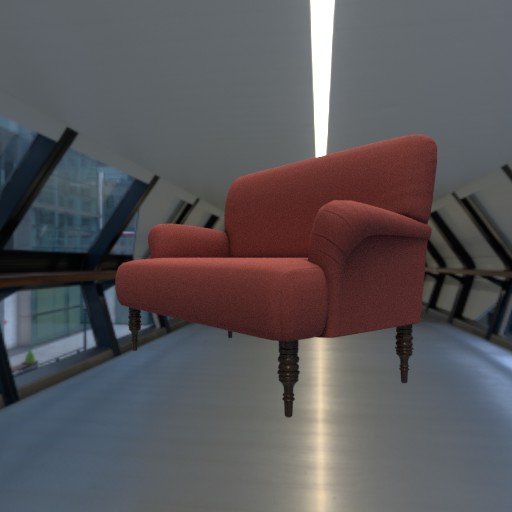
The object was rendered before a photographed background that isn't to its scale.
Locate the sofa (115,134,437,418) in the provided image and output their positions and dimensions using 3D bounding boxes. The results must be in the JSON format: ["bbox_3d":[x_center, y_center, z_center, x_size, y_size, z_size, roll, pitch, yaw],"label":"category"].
[{"bbox_3d":[0.000,0.000,1.831,0.779,0.889,1.297,0,0,-37],"label":"sofa"}]
